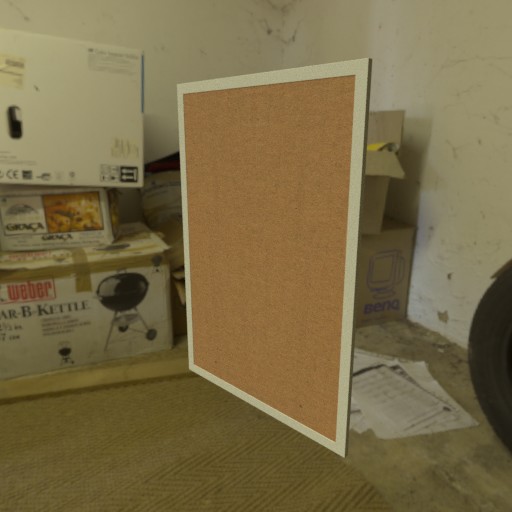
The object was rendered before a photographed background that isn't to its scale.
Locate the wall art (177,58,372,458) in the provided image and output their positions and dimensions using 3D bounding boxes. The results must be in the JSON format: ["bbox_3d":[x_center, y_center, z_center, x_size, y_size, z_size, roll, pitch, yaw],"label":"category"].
[{"bbox_3d":[0.000,0.000,1.261,0.660,0.965,0.015,14,20,42],"label":"wall art"}]
